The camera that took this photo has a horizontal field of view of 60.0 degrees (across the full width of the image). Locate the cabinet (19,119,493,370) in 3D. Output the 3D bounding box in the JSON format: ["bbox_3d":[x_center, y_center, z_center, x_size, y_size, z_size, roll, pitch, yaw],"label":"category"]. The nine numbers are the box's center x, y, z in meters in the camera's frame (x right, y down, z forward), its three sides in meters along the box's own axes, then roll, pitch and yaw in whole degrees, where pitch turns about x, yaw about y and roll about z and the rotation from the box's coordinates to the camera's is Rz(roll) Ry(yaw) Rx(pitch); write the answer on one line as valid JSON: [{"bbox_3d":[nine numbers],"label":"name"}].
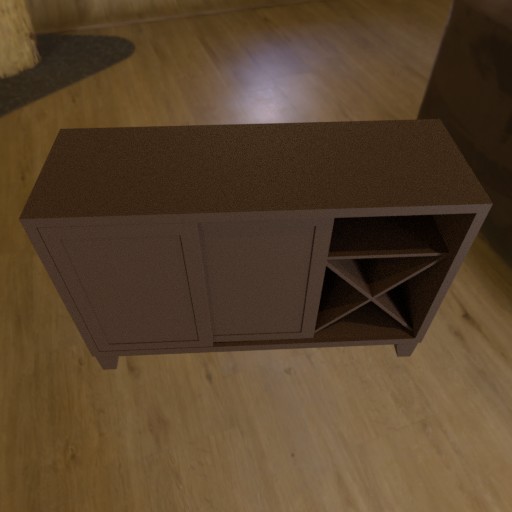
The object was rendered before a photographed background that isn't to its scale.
[{"bbox_3d":[0.000,0.000,1.803,1.396,0.914,0.482,-2,48,-2],"label":"cabinet"}]
